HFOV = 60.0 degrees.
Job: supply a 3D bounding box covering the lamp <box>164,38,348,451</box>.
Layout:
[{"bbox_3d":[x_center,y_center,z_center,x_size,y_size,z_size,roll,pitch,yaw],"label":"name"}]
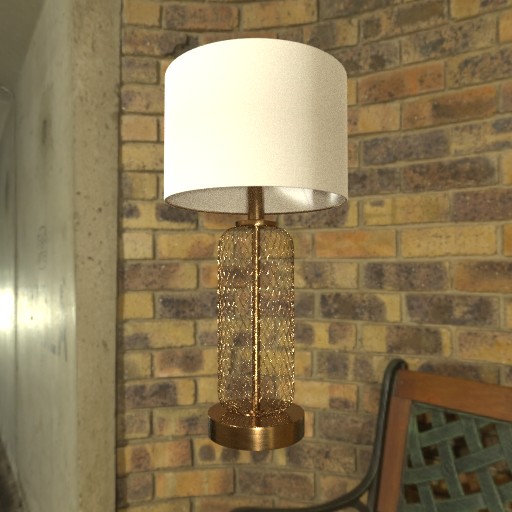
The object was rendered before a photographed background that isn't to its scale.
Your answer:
[{"bbox_3d":[0.000,0.000,0.617,0.252,0.483,0.252,-1,-2,18],"label":"lamp"}]
